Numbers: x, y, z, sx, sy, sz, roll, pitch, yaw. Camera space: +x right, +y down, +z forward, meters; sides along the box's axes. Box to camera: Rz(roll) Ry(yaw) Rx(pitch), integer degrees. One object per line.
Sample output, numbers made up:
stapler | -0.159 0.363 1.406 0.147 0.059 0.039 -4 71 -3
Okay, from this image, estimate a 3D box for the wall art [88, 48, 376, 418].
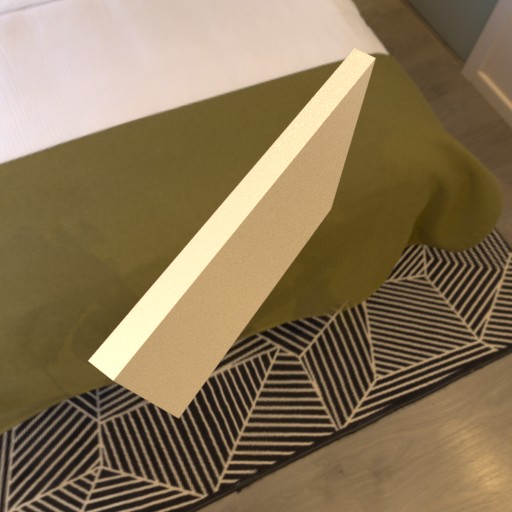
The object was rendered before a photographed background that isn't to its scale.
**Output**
wall art | 0.000 0.000 1.409 0.066 0.801 1.056 32 69 14
